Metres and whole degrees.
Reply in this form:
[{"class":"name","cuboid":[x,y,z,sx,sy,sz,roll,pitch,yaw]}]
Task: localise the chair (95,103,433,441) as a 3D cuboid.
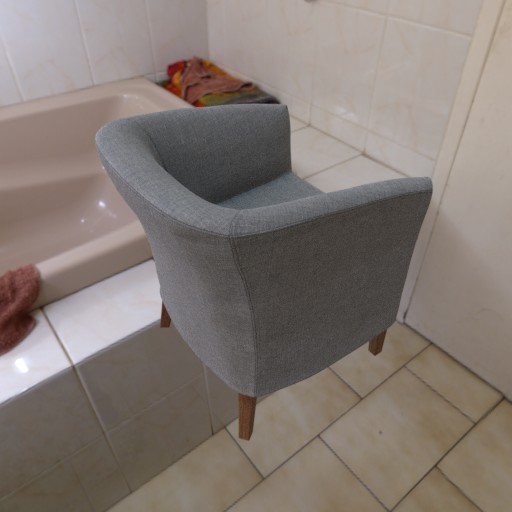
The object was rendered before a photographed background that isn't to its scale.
[{"class":"chair","cuboid":[0.000,0.000,1.254,0.668,0.771,0.600,-25,46,-26]}]
